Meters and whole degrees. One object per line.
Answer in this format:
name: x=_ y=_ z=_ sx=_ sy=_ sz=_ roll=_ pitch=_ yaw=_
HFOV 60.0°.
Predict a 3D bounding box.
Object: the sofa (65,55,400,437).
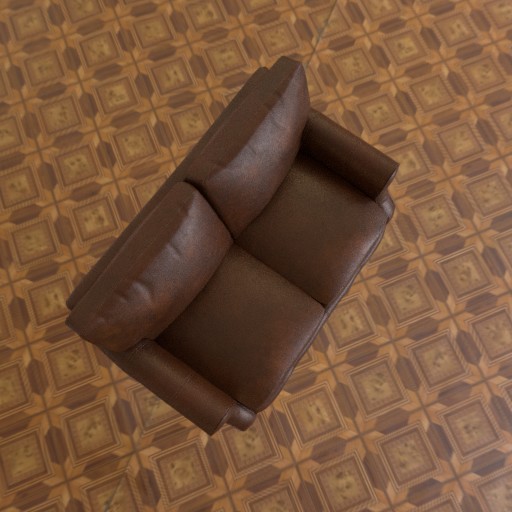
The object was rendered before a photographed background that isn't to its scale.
sofa: x=0.000 y=0.000 z=2.237 sx=0.990 sy=0.976 sz=1.616 roll=35 pitch=78 yaw=8
